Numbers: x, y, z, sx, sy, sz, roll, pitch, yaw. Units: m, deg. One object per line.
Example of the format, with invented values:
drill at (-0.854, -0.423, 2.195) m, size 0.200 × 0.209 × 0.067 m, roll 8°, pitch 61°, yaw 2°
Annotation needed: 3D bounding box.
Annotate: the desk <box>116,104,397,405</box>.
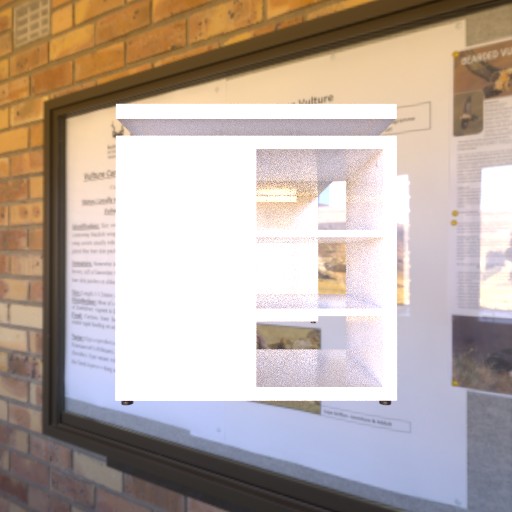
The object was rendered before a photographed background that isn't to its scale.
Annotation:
desk at (0.000, 0.000, 1.788) m, size 0.690 × 0.740 × 1.400 m, roll 0°, pitch 0°, yaw 0°
